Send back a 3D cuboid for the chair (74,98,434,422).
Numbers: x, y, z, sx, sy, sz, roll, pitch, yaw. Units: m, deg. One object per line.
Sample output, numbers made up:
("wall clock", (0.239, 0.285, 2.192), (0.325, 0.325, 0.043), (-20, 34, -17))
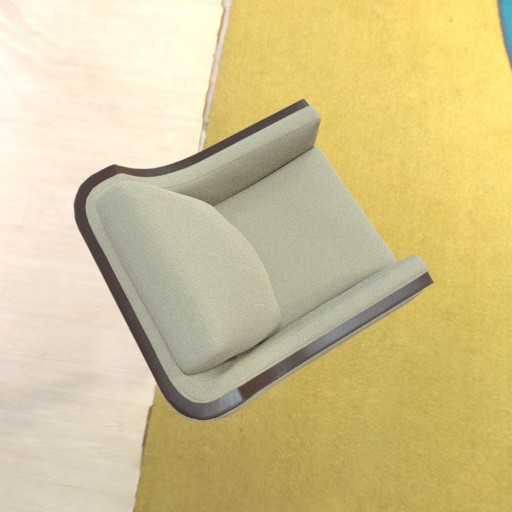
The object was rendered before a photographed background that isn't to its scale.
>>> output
("chair", (0.000, 0.000, 1.656), (0.950, 0.930, 0.870), (-30, 77, -8))
